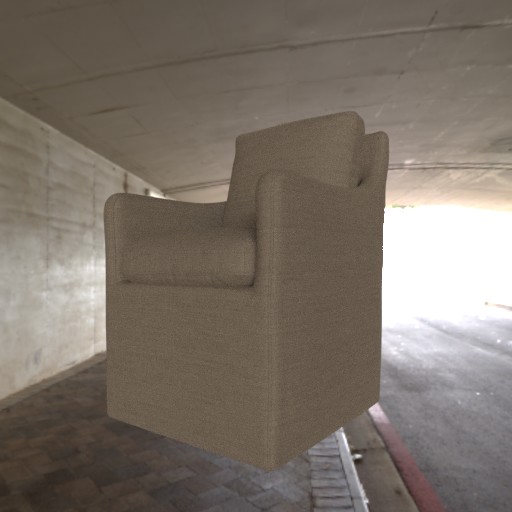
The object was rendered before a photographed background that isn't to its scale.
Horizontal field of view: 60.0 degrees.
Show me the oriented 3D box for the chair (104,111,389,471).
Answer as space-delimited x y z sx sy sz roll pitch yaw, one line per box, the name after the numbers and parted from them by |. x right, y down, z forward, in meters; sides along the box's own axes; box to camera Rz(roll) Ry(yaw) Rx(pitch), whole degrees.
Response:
0.000 0.000 1.345 0.626 0.914 0.694 -1 -1 37 | chair
